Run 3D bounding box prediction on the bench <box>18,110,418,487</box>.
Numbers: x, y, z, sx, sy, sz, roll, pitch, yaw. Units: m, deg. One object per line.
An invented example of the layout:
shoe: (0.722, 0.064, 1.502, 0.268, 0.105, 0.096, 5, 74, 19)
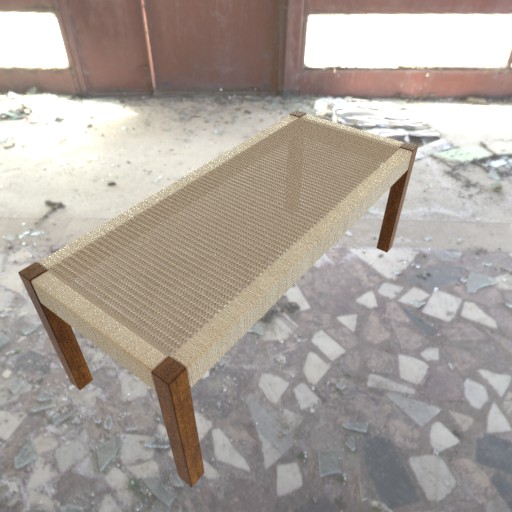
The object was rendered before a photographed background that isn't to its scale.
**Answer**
bench: (0.000, 0.000, 1.444, 0.507, 0.457, 1.198, 26, 47, 27)
